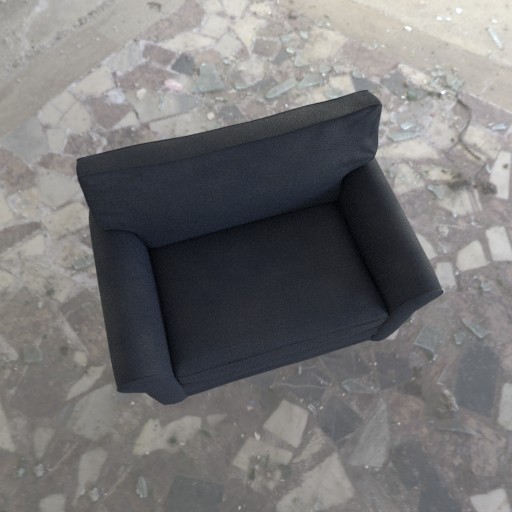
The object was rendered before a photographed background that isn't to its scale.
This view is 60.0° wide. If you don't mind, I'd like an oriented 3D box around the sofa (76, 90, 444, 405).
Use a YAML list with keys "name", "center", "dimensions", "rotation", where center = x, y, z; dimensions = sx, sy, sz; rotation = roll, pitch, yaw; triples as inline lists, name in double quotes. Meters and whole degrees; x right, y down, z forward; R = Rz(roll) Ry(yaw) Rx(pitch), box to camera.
- name: "sofa"
  center: [0.000, 0.000, 2.078]
  dimensions: [1.405, 1.004, 0.938]
  rotation: [-15, 65, -7]
